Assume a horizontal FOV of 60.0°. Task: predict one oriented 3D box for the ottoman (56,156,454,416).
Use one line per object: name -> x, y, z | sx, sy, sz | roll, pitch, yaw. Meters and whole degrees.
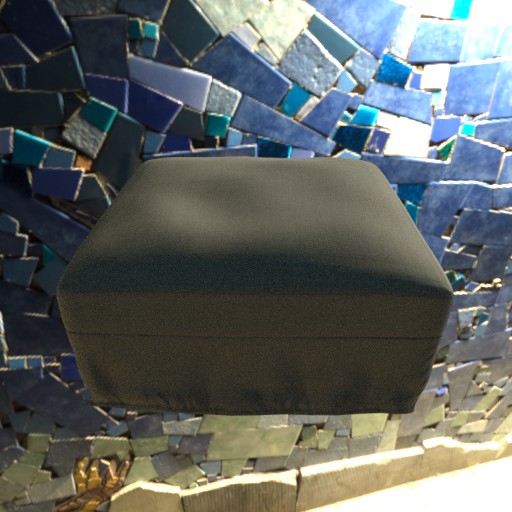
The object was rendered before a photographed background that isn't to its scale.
ottoman -> 0.000, 0.000, 1.326 | 0.843, 0.436, 0.840 | 1, 31, 1
